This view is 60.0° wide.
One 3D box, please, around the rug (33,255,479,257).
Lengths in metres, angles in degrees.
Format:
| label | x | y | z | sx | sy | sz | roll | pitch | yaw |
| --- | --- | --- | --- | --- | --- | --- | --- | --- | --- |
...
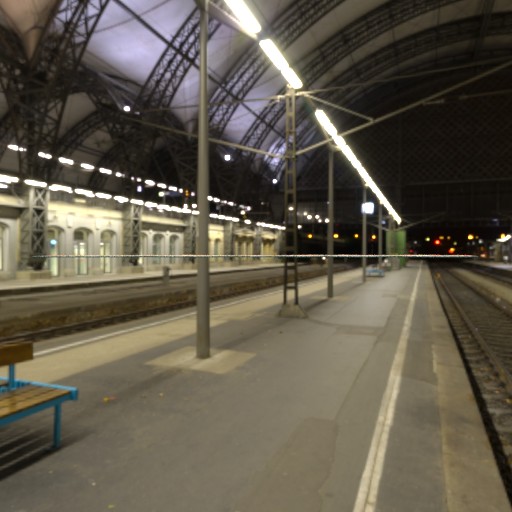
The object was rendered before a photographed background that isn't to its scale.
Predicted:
| label | x | y | z | sx | sy | sz | roll | pitch | yaw |
| --- | --- | --- | --- | --- | --- | --- | --- | --- | --- |
| rug | 0.000 | 0.000 | 2.823 | 2.459 | 0.010 | 0.801 | 0 | 0 | -1 |
